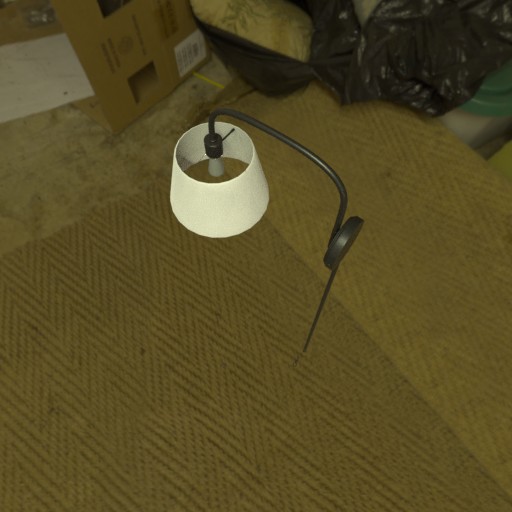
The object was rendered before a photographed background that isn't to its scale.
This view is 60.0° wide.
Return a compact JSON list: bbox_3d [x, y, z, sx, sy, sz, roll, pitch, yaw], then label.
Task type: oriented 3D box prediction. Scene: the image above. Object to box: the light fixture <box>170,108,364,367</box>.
[{"bbox_3d":[0.000,0.000,0.472,0.176,0.399,0.092,33,68,16],"label":"light fixture"}]
